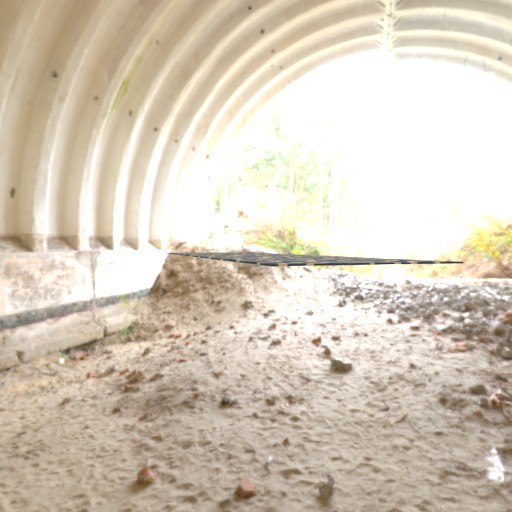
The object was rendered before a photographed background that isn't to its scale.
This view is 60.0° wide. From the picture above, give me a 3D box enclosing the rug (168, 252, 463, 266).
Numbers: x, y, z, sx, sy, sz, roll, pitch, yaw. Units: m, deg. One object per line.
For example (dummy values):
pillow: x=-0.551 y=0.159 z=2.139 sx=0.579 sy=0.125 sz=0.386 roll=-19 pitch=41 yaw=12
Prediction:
rug: x=0.000 y=0.000 z=2.457 sx=0.685 sy=0.006 sz=2.296 roll=0 pitch=1 yaw=-19
